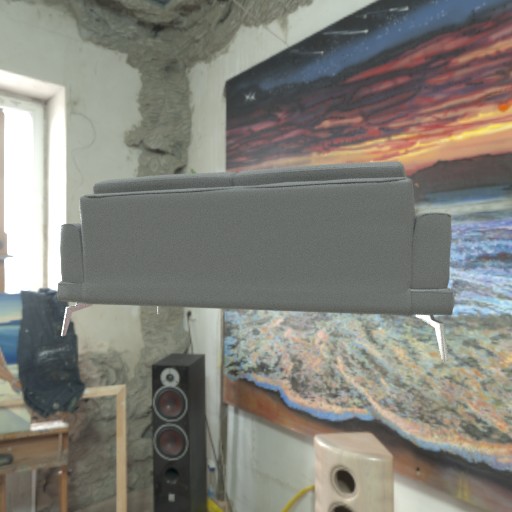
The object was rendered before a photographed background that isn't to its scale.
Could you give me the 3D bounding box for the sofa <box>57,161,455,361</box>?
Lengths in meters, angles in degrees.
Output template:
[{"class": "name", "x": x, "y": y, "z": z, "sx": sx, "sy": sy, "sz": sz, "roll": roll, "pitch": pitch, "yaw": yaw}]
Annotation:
[{"class": "sofa", "x": 0.000, "y": 0.000, "z": 2.756, "sx": 2.177, "sy": 0.930, "sz": 1.121, "roll": 0, "pitch": 0, "yaw": 18}]
